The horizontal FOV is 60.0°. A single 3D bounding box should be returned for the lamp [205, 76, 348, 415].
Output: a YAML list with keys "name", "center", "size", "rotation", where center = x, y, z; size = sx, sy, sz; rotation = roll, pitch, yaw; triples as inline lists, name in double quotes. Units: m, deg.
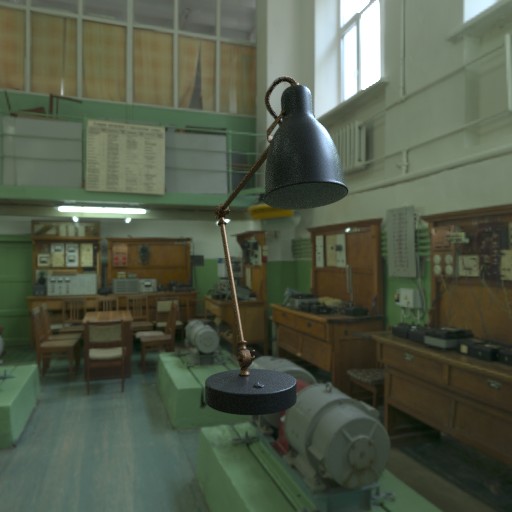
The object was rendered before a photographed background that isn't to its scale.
- name: "lamp"
  center: [0.000, 0.000, 0.881]
  size: [0.187, 0.587, 0.561]
  rotation: [0, 0, -20]
